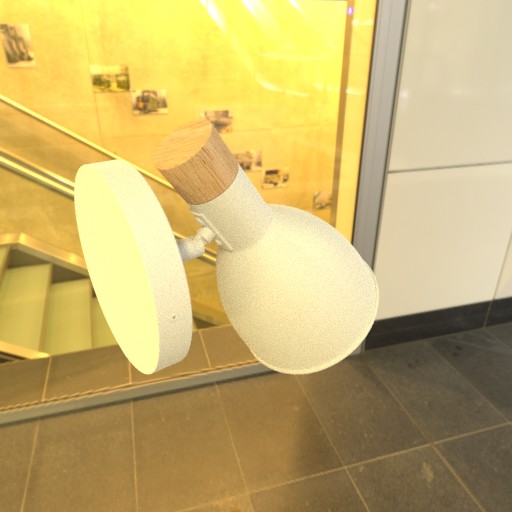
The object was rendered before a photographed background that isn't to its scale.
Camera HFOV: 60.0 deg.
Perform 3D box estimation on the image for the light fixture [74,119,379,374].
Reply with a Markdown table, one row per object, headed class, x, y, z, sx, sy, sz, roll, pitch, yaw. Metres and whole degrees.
| class | x | y | z | sx | sy | sz | roll | pitch | yaw |
| --- | --- | --- | --- | --- | --- | --- | --- | --- | --- |
| light fixture | 0.000 | 0.000 | 0.322 | 0.209 | 0.199 | 0.127 | -18 | 32 | -32 |
